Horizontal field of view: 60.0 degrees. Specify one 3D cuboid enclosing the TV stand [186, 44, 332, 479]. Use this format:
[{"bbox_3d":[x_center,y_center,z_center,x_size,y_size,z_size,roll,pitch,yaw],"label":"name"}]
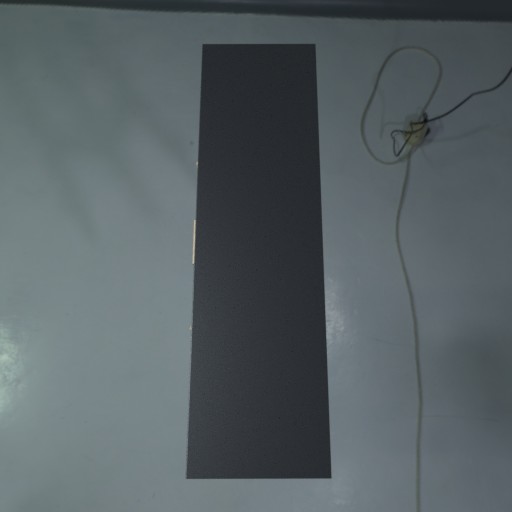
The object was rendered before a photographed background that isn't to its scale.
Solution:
[{"bbox_3d":[0.000,0.000,1.547,0.390,0.518,1.312,0,75,0],"label":"TV stand"}]
